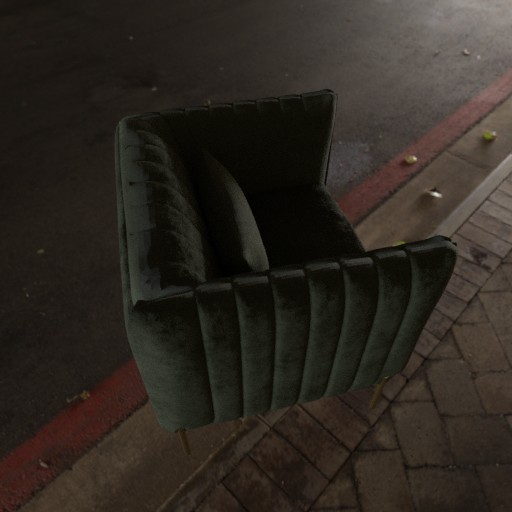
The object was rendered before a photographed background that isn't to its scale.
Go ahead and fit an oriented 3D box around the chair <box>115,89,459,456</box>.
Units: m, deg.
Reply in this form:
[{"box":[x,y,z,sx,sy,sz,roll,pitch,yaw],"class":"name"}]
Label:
[{"box":[0.000,0.000,1.634,0.877,0.794,1.032,-10,47,-10],"class":"chair"}]
